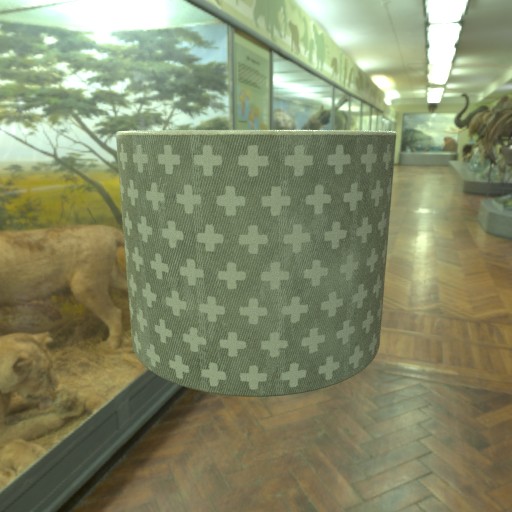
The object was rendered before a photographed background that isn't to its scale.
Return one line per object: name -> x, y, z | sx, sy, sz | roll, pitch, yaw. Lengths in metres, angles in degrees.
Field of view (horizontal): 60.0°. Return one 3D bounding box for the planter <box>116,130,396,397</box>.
planter -> 0.000, 0.000, 0.337 | 0.190, 0.181, 0.190 | 0, 15, 0
